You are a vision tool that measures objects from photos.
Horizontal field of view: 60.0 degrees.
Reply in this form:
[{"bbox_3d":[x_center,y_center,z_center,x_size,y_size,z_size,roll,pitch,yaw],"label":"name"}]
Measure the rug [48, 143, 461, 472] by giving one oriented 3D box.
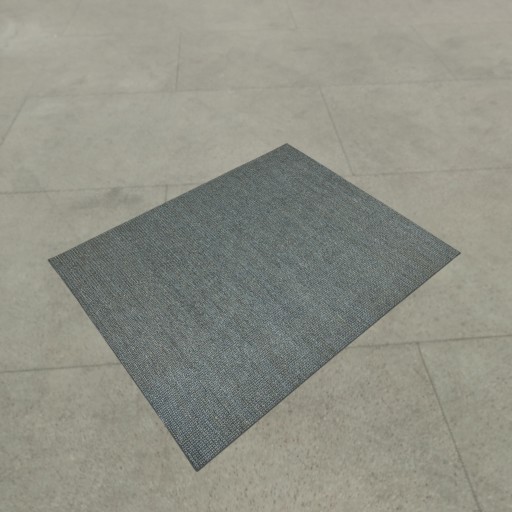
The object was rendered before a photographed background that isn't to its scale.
[{"bbox_3d":[0.000,0.000,4.196,3.068,0.021,2.456,-32,55,-26],"label":"rug"}]
